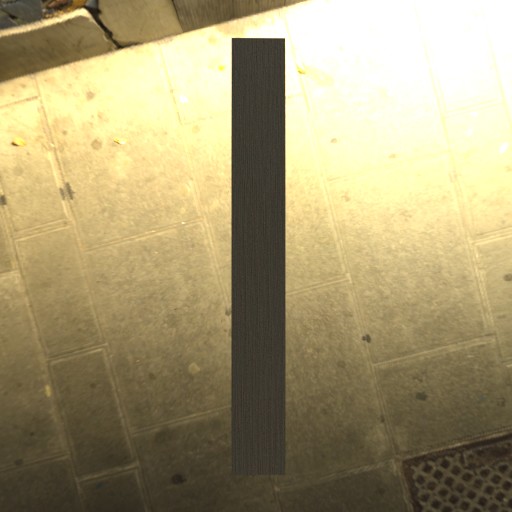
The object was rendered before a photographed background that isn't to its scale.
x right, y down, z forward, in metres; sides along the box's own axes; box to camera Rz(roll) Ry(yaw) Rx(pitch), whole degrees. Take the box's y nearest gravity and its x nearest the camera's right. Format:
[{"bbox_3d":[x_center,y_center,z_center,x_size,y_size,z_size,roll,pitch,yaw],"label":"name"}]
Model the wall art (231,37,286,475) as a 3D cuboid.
[{"bbox_3d":[0.000,0.000,0.460,0.038,0.303,0.304,0,90,-1],"label":"wall art"}]
